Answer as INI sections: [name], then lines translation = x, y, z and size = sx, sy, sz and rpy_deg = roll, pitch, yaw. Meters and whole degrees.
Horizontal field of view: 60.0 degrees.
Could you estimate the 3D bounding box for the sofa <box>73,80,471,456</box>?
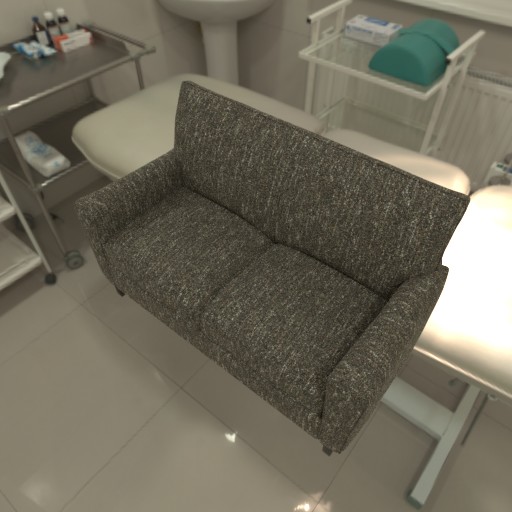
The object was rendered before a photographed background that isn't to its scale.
[sofa]
translation = 0.000, 0.000, 2.009
size = 1.519, 0.946, 0.801
rpy_deg = 31, 55, 25
